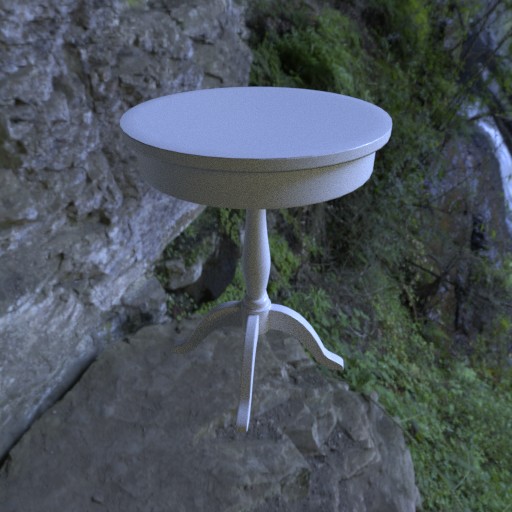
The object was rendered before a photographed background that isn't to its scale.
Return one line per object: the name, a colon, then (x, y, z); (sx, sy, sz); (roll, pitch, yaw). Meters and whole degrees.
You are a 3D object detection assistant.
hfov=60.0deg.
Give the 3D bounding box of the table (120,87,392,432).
table: (0.000, 0.000, 1.033); (0.513, 0.653, 0.513); (0, 32, 0)
